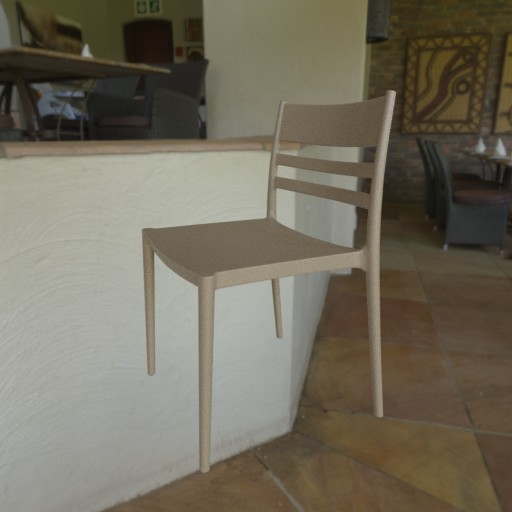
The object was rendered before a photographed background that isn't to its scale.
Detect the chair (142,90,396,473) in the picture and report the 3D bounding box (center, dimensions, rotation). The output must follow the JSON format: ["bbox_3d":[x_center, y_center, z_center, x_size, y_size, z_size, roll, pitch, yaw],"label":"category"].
[{"bbox_3d":[0.000,0.000,1.162,0.511,0.800,0.531,-8,18,-26],"label":"chair"}]
